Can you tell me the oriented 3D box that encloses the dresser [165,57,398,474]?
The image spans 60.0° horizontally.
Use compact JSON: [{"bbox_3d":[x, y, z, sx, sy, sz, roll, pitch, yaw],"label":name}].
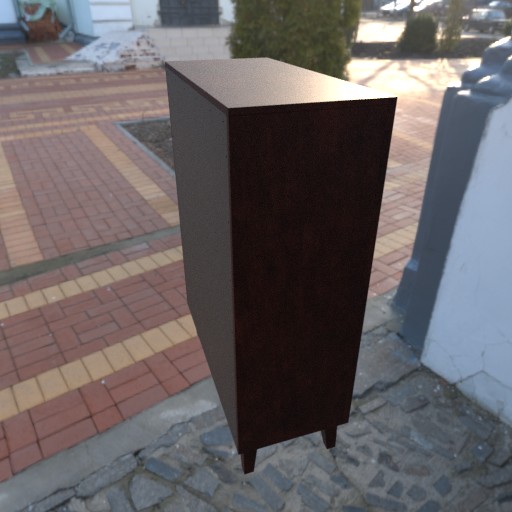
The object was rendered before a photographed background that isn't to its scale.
[{"bbox_3d":[0.000,0.000,1.983,0.506,1.514,1.072,-9,31,-16],"label":"dresser"}]
